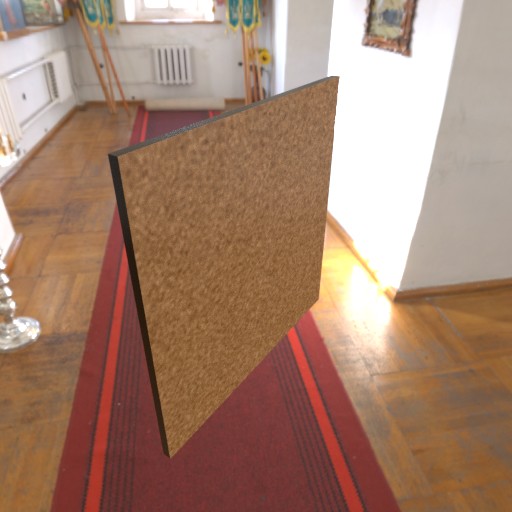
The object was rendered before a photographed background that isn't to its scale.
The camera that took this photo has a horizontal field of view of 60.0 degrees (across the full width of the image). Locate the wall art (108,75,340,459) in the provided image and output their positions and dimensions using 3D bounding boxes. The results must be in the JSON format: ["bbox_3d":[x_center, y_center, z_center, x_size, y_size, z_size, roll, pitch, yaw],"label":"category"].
[{"bbox_3d":[0.000,0.000,0.667,0.014,0.445,0.446,20,38,29],"label":"wall art"}]
